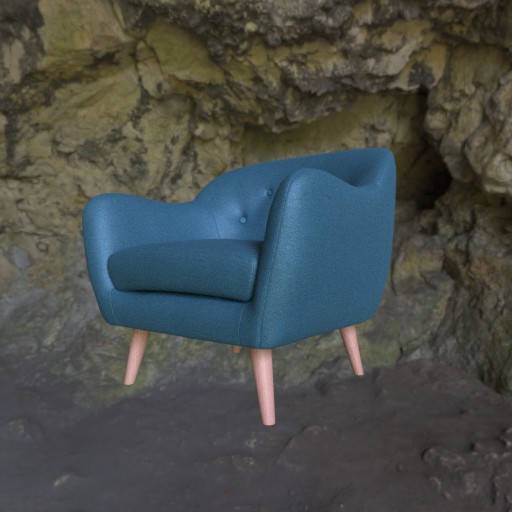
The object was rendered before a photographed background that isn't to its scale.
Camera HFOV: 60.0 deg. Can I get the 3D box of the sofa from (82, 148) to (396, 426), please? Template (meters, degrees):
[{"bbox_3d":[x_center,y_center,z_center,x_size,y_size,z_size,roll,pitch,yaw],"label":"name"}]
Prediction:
[{"bbox_3d":[0.000,0.000,1.504,0.836,0.817,0.825,1,1,37],"label":"sofa"}]
